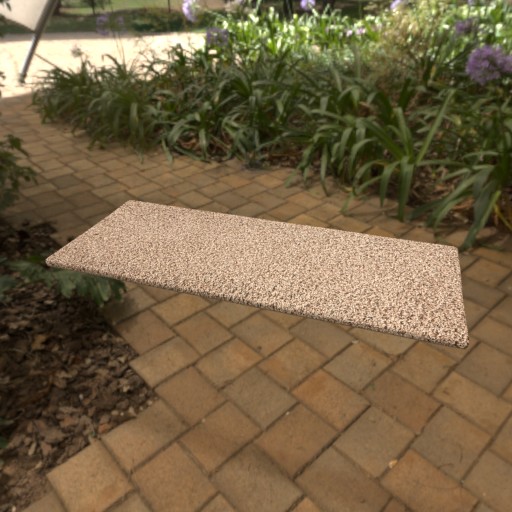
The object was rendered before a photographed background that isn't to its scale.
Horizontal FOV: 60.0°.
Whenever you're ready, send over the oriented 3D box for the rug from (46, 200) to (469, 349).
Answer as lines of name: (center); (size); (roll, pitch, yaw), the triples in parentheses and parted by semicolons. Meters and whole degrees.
rug: (0.000, 0.000, 1.758); (1.524, 0.030, 0.609); (10, 32, 16)
